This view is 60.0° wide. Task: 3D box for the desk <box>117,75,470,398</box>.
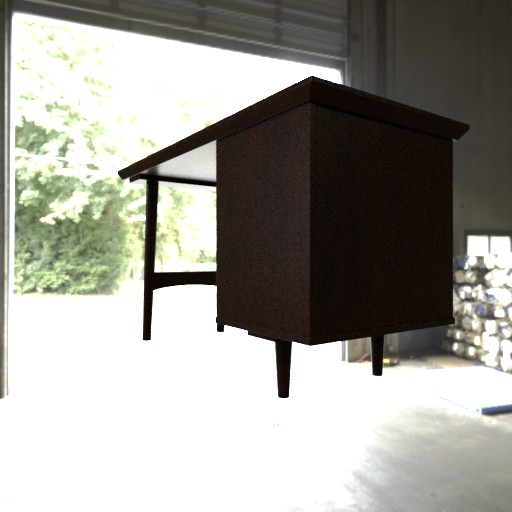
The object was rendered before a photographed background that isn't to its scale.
[{"bbox_3d":[0.000,0.000,1.626,0.612,0.758,1.277,0,0,-35],"label":"desk"}]
